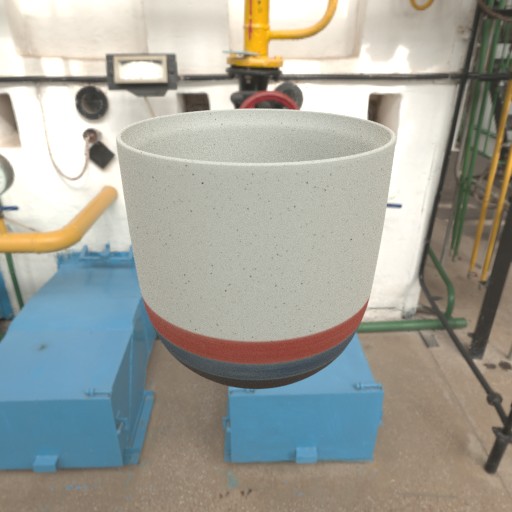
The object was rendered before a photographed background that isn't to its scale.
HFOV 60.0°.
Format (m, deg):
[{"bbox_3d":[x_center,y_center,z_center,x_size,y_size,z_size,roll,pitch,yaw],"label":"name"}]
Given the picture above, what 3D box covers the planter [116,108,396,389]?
[{"bbox_3d":[0.000,0.000,0.381,0.204,0.214,0.204,0,27,0],"label":"planter"}]
